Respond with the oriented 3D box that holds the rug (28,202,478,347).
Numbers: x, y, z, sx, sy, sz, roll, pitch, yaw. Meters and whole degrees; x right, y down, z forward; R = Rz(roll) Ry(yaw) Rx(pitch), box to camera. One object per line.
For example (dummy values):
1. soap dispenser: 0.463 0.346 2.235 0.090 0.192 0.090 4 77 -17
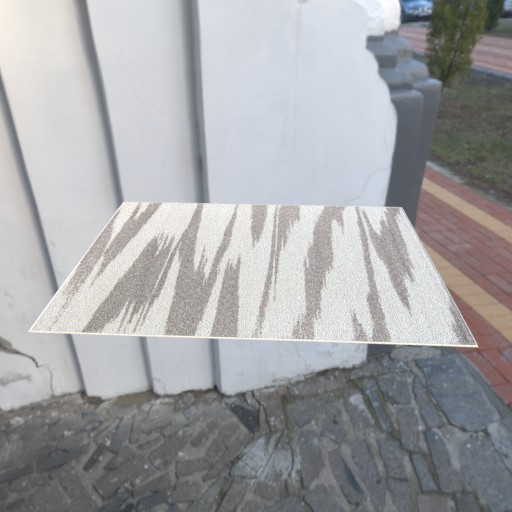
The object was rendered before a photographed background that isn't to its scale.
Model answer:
1. rug: 0.000 0.000 2.749 2.142 0.010 1.533 1 31 2
